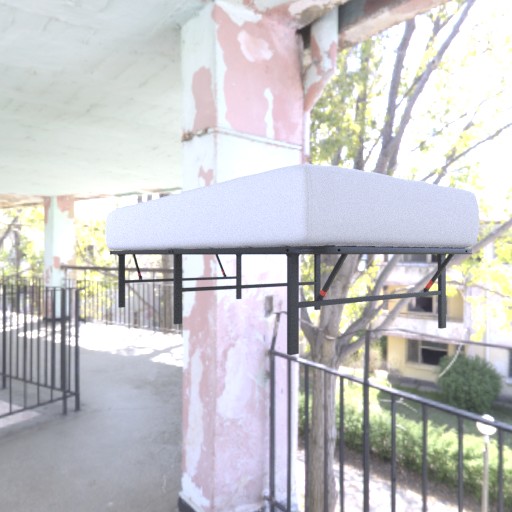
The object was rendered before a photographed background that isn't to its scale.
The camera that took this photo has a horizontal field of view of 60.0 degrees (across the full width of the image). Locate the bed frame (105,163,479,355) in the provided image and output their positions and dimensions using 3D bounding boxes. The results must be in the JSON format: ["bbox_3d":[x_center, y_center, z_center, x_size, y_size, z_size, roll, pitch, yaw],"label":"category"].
[{"bbox_3d":[0.000,0.000,2.366,1.025,0.640,1.908,0,0,-36],"label":"bed frame"}]
